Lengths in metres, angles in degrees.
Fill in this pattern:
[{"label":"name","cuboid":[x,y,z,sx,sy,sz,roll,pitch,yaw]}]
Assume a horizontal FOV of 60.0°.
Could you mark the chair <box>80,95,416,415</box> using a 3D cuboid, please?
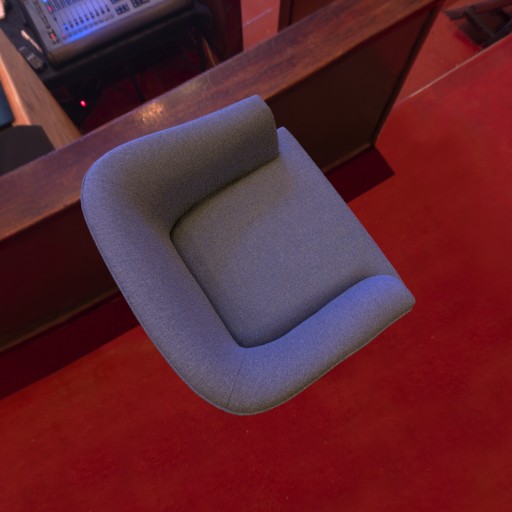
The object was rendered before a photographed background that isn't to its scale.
[{"label":"chair","cuboid":[0.000,0.000,1.415,0.704,0.815,0.798,-33,78,-8]}]
